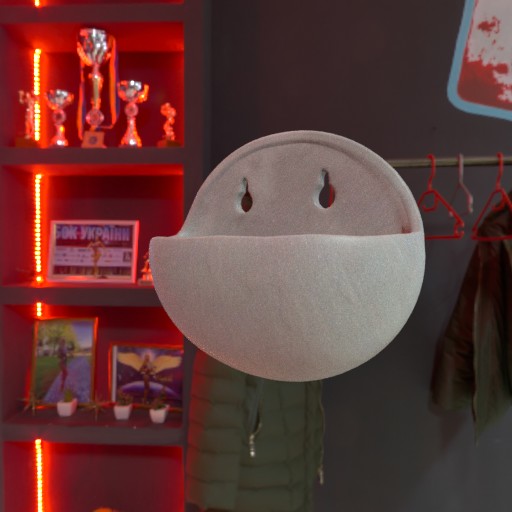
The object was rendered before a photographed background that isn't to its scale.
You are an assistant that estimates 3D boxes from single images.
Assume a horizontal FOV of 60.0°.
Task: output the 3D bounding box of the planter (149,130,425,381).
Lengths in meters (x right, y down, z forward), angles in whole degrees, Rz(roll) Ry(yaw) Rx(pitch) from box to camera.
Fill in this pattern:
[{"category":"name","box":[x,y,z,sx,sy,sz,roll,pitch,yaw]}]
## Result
[{"category":"planter","box":[0.000,0.000,0.274,0.190,0.164,0.073,1,2,36]}]
